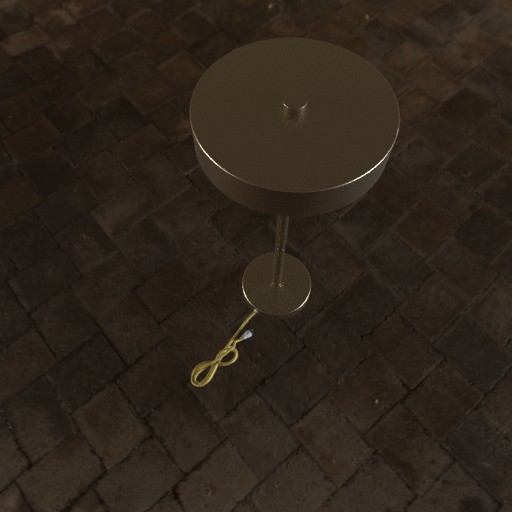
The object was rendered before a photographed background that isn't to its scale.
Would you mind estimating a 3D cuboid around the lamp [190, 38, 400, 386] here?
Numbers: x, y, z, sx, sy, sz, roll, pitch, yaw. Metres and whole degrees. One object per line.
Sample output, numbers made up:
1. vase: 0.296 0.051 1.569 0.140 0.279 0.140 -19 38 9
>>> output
1. lamp: 0.000 0.000 0.676 0.229 0.508 0.369 33 67 16
